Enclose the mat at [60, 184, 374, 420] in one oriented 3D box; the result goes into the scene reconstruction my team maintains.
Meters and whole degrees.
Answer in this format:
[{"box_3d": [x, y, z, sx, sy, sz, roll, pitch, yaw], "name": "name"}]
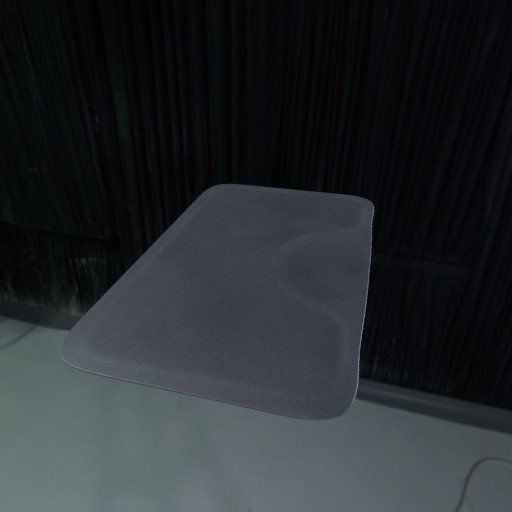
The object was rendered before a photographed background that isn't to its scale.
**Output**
[{"box_3d": [0.000, 0.000, 1.837, 0.918, 0.013, 1.524, 8, 31, 13], "name": "mat"}]
